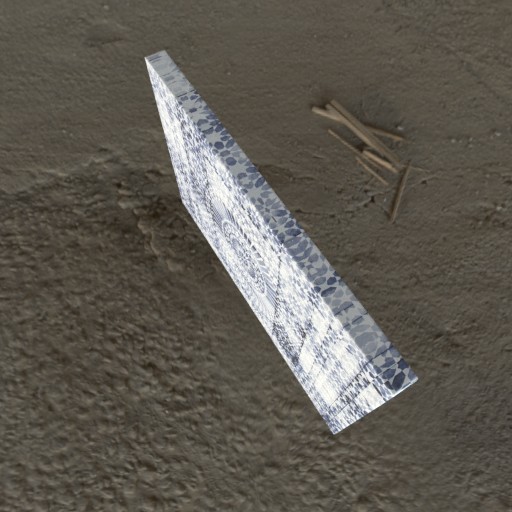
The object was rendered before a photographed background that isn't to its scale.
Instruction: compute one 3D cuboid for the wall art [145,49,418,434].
[{"bbox_3d":[0.000,0.000,1.145,0.057,0.608,0.911,-29,66,-14],"label":"wall art"}]
